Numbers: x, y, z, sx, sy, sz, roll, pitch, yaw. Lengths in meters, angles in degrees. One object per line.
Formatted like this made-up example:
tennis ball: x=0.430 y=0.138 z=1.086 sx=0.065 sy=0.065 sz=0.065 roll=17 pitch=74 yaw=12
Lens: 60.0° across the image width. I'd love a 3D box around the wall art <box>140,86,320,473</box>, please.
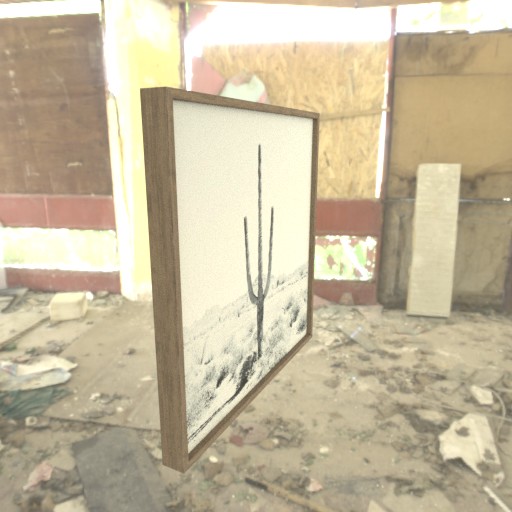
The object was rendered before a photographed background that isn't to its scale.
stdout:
wall art: x=0.000 y=0.000 z=0.783 sx=0.038 sy=0.508 sz=0.508 roll=7 pitch=16 yaw=27
